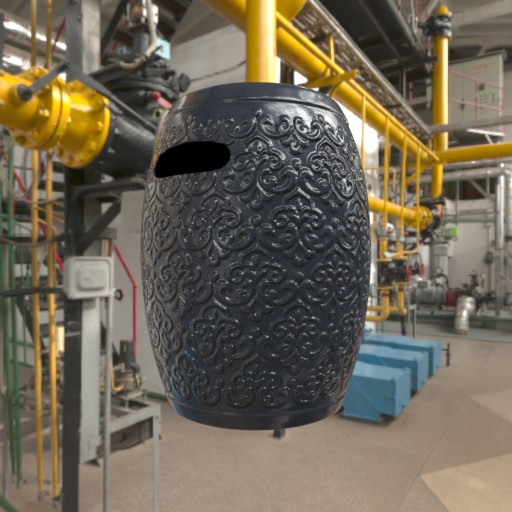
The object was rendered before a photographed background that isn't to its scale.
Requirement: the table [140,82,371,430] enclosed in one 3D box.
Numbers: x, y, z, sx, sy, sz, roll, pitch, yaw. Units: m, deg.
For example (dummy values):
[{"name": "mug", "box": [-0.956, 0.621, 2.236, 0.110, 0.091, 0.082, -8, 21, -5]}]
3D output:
[{"name": "table", "box": [0.000, 0.000, 0.614, 0.309, 0.397, 0.309, 0, 0, 0]}]
